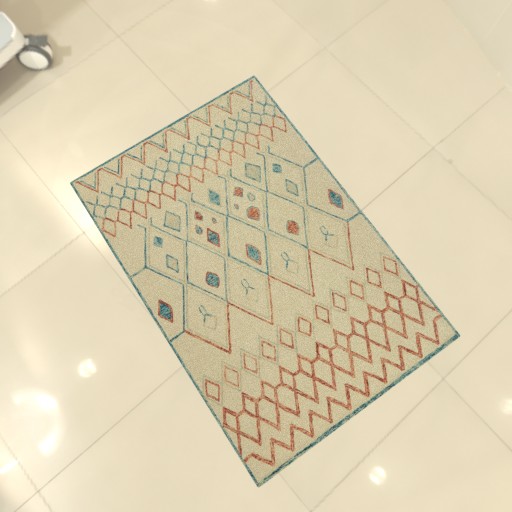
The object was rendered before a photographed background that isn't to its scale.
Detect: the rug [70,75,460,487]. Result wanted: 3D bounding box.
[{"bbox_3d":[0.000,0.000,2.312,1.219,0.016,1.829,-33,77,-9],"label":"rug"}]
